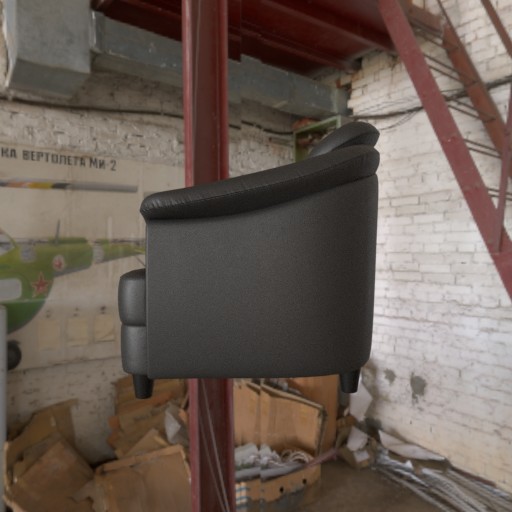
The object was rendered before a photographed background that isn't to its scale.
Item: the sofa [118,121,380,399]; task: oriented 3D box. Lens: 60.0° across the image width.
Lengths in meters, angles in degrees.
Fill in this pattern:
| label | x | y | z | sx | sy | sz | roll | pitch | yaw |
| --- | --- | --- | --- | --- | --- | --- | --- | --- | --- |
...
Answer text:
| label | x | y | z | sx | sy | sz | roll | pitch | yaw |
| --- | --- | --- | --- | --- | --- | --- | --- | --- | --- |
| sofa | 0.000 | 0.000 | 1.542 | 0.794 | 0.811 | 0.870 | 0 | 0 | -1 |
